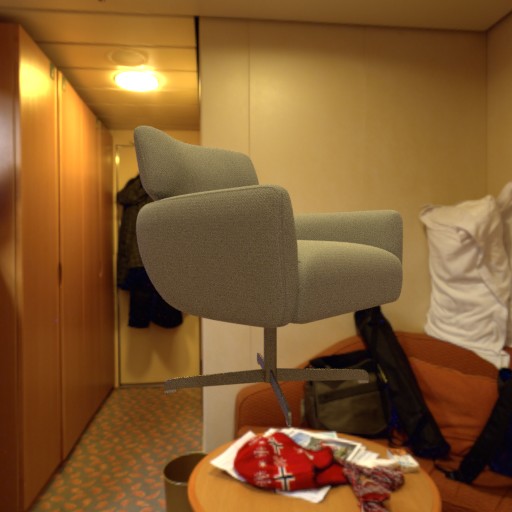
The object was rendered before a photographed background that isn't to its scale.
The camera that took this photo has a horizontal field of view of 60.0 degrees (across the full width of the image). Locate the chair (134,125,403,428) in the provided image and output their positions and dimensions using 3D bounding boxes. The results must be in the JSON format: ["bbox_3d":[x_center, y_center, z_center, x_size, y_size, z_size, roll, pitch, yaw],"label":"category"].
[{"bbox_3d":[0.000,0.000,1.396,0.730,0.810,0.760,0,0,37],"label":"chair"}]
